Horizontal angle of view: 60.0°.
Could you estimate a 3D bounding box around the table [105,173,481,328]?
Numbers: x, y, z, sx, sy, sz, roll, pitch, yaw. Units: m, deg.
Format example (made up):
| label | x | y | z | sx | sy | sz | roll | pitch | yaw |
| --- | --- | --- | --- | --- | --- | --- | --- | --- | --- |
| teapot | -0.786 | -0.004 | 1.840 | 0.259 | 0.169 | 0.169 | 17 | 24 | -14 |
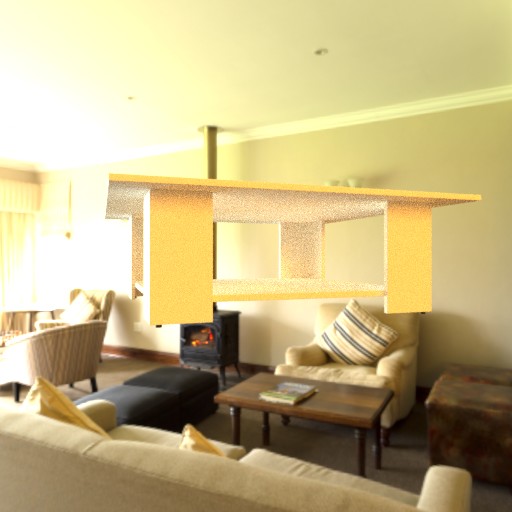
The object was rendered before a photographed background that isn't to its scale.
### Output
| label | x | y | z | sx | sy | sz | roll | pitch | yaw |
| --- | --- | --- | --- | --- | --- | --- | --- | --- | --- |
| table | 0.000 | 0.000 | 1.388 | 0.890 | 0.305 | 0.890 | 0 | 0 | -19 |
